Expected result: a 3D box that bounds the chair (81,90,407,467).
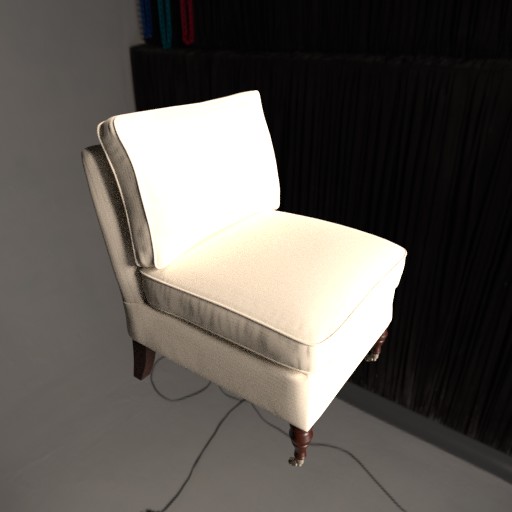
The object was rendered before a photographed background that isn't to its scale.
[{"bbox_3d":[0.000,0.000,1.378,0.781,0.887,0.630,18,33,31],"label":"chair"}]
